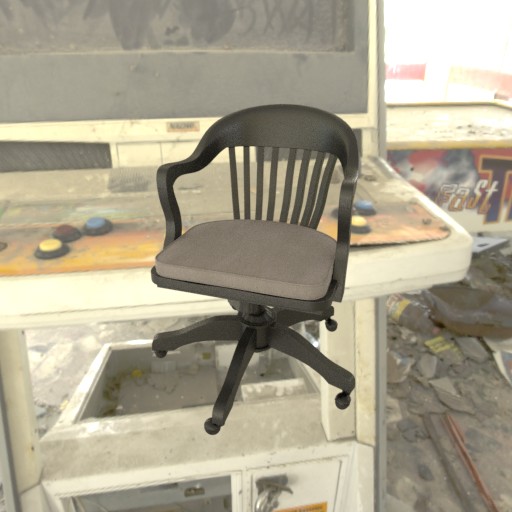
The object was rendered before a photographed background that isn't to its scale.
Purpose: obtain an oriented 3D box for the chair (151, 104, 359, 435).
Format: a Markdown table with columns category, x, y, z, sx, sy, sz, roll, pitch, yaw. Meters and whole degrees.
| category | x | y | z | sx | sy | sz | roll | pitch | yaw |
| --- | --- | --- | --- | --- | --- | --- | --- | --- | --- |
| chair | 0.000 | 0.000 | 1.485 | 0.750 | 0.878 | 0.788 | 8 | 27 | 16 |
